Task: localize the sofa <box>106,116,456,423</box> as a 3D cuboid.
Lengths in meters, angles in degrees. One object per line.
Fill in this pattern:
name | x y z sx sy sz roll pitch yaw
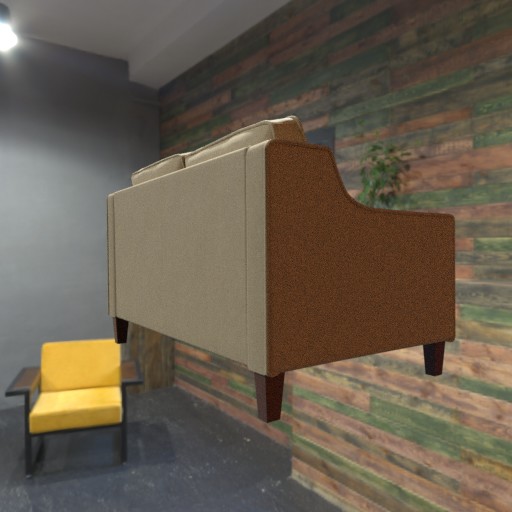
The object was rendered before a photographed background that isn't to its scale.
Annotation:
sofa | 0.000 0.000 2.145 0.987 0.971 1.501 0 1 -35
